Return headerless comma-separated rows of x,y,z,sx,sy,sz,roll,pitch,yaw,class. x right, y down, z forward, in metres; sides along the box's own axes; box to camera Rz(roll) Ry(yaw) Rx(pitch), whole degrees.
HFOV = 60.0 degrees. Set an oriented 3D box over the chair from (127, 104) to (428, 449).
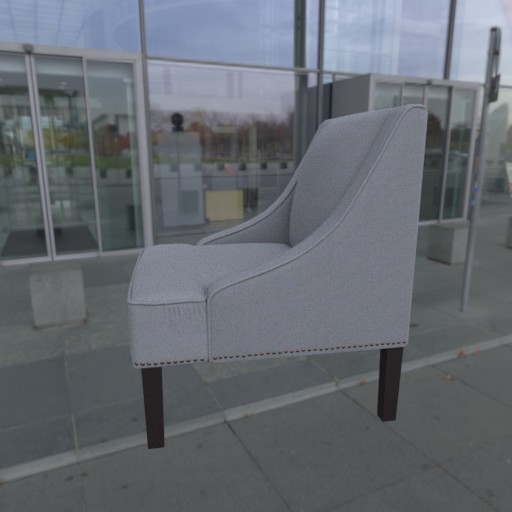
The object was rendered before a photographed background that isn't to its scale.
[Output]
0.000,0.000,1.394,0.747,0.867,0.631,-2,14,-10,chair
